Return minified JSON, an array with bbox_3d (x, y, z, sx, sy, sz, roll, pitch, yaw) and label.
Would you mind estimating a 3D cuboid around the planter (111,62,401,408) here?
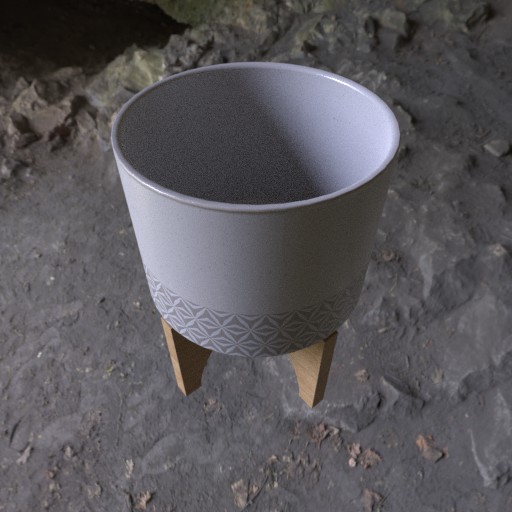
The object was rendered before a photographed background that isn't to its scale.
[{"bbox_3d":[0.000,0.000,0.387,0.188,0.260,0.188,0,45,0],"label":"planter"}]
